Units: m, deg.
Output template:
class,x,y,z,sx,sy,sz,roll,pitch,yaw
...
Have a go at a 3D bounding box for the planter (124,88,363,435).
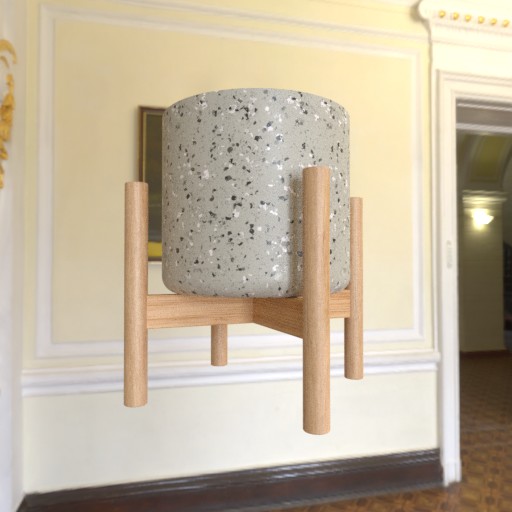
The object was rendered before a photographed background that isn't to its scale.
class,x,y,z,sx,sy,sz,roll,pitch,yaw
planter,0.000,0.000,0.535,0.284,0.320,0.284,0,-1,0
